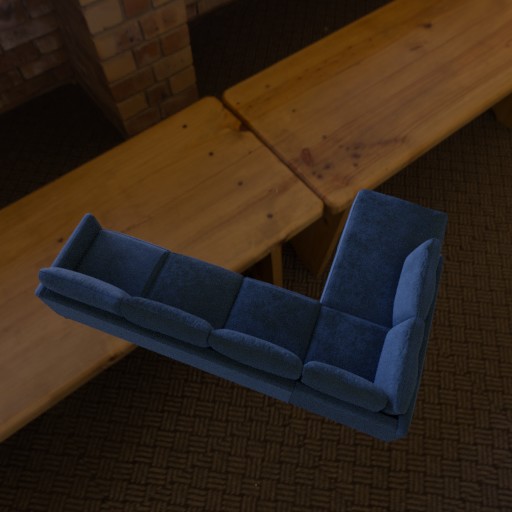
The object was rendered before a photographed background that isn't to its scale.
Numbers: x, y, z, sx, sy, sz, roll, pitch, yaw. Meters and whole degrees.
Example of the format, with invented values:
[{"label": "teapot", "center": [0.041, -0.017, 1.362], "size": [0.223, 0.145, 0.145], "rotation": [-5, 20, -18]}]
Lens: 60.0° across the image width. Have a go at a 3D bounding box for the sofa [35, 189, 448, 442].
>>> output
[{"label": "sofa", "center": [0.000, 0.000, 3.757], "size": [2.949, 0.815, 2.007], "rotation": [18, 64, 9]}]
